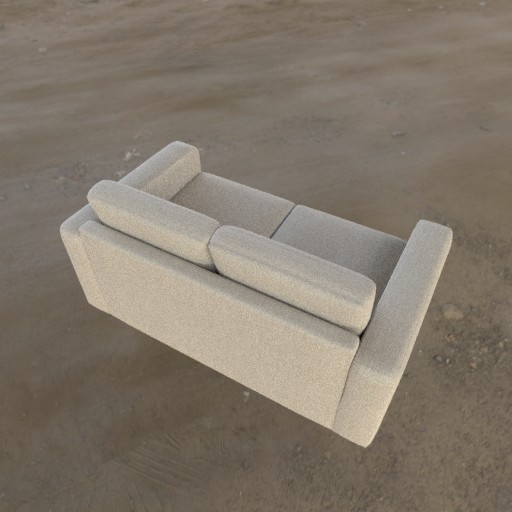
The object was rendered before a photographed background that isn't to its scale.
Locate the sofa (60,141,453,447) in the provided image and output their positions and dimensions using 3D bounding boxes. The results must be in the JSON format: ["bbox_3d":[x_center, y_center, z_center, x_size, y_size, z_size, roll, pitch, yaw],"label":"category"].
[{"bbox_3d":[0.000,0.000,2.068,1.540,0.800,0.900,22,49,21],"label":"sofa"}]
